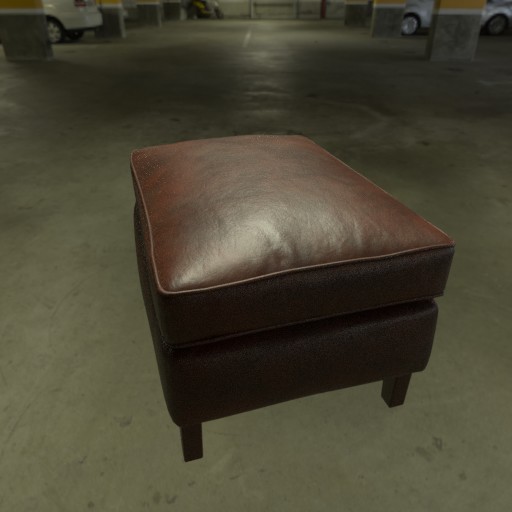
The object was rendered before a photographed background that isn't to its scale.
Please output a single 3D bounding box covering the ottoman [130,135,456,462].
[{"bbox_3d":[0.000,0.000,0.968,0.501,0.432,0.665,-9,32,-14],"label":"ottoman"}]
